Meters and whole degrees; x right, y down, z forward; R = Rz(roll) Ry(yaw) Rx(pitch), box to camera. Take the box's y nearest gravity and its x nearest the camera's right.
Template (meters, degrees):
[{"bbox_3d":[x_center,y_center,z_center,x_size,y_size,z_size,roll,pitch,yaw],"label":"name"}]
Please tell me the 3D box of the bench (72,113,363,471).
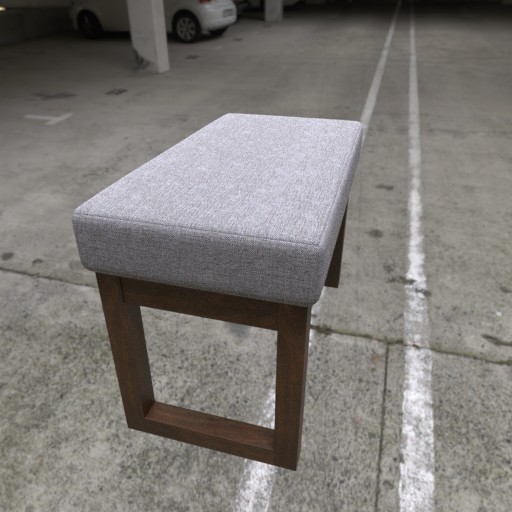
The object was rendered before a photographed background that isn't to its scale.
[{"bbox_3d":[0.000,0.000,0.971,0.366,0.467,0.681,8,31,14],"label":"bench"}]
